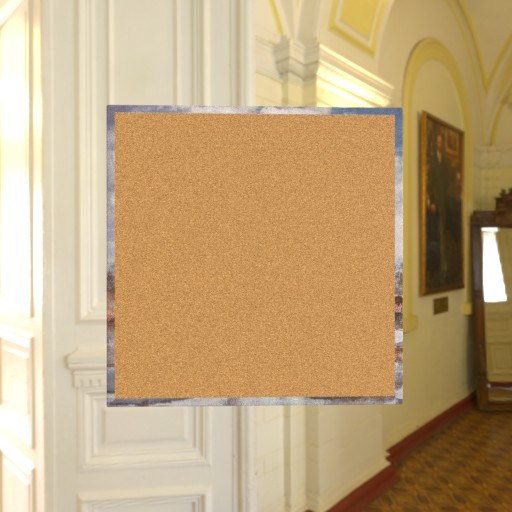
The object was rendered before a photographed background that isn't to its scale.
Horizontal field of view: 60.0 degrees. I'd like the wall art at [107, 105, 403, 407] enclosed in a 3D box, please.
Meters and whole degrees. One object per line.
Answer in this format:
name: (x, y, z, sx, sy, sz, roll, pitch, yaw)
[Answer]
wall art: (0.000, 0.000, 1.527, 1.010, 1.020, 0.040, 0, 0, -2)
